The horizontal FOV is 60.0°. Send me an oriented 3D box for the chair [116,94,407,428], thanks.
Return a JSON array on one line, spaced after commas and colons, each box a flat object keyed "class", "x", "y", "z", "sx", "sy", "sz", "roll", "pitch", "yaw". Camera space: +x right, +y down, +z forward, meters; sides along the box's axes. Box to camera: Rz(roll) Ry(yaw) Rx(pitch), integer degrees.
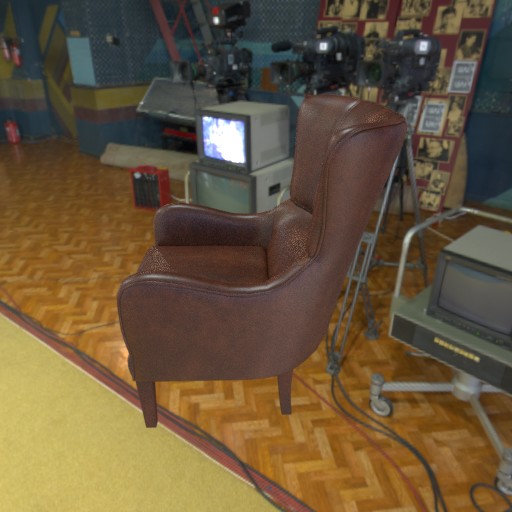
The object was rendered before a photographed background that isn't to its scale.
[{"class": "chair", "x": 0.000, "y": 0.000, "z": 1.622, "sx": 0.914, "sy": 1.048, "sz": 0.692, "roll": -1, "pitch": 27, "yaw": -1}]
